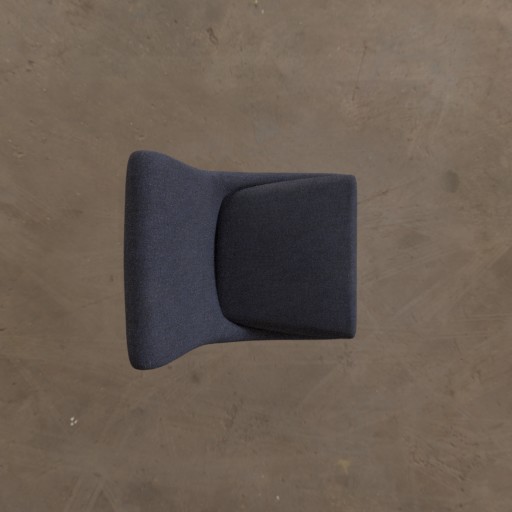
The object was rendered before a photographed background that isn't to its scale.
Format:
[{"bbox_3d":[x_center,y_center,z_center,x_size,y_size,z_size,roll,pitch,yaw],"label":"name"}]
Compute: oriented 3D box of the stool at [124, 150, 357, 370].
[{"bbox_3d":[0.000,0.000,1.407,0.572,1.068,0.489,0,91,-2],"label":"stool"}]
